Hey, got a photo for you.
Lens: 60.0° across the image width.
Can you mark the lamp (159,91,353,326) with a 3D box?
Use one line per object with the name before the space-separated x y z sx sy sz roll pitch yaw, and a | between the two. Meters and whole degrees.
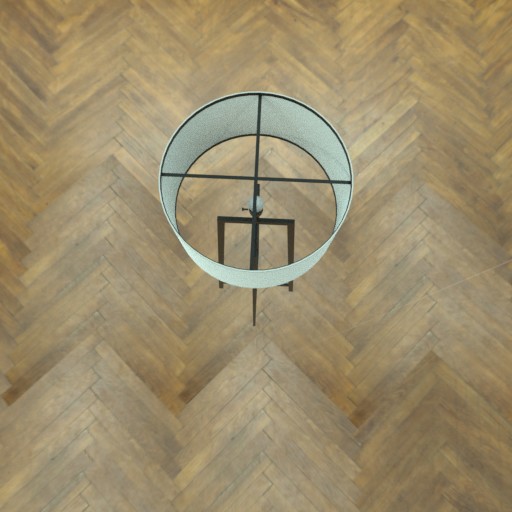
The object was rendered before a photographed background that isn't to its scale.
lamp | 0.000 0.000 1.772 0.456 1.510 0.457 3 76 1
